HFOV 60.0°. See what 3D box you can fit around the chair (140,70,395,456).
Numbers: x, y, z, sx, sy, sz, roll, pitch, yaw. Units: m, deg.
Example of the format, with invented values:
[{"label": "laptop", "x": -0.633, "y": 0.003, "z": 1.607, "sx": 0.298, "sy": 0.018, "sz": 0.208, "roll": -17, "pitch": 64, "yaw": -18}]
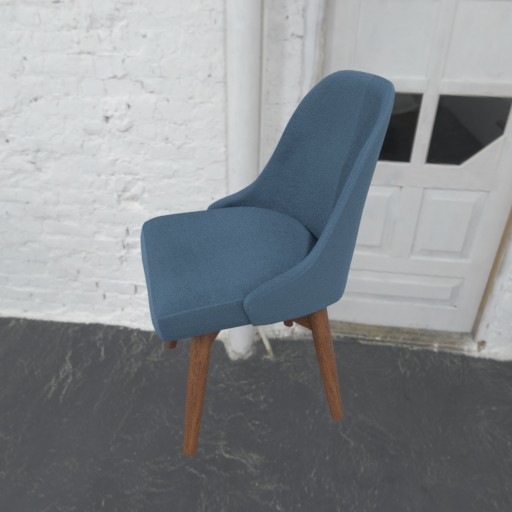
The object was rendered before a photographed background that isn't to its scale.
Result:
[{"label": "chair", "x": 0.000, "y": 0.000, "z": 1.185, "sx": 0.589, "sy": 0.882, "sz": 0.503, "roll": -8, "pitch": 32, "yaw": -13}]
